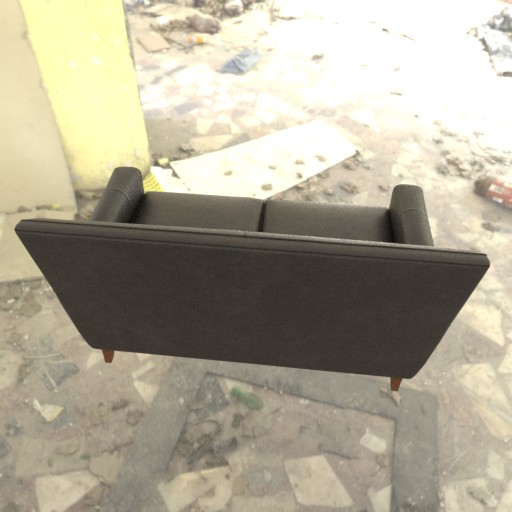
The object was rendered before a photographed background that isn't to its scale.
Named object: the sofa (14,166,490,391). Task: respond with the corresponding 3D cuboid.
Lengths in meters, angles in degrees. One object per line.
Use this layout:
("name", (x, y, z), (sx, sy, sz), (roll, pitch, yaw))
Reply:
("sofa", (0.000, 0.000, 1.930), (1.473, 0.871, 0.787), (4, 46, 4))
